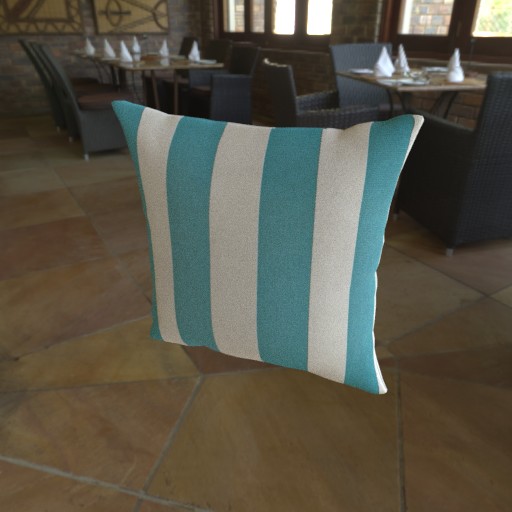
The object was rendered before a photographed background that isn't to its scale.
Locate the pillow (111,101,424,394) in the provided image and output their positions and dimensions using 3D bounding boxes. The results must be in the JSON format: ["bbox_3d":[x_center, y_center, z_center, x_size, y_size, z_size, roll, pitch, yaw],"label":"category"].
[{"bbox_3d":[0.000,0.000,0.817,0.536,0.526,0.189,8,28,15],"label":"pillow"}]
